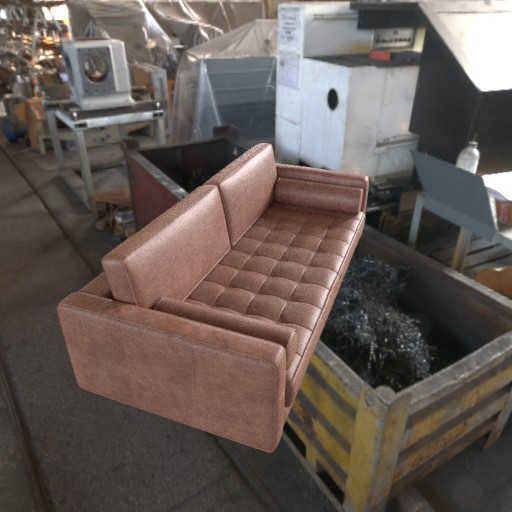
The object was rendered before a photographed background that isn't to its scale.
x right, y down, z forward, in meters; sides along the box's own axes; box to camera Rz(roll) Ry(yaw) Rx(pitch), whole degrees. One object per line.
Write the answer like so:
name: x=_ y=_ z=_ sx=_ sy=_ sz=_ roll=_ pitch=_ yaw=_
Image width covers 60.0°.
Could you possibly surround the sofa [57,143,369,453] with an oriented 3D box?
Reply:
sofa: x=0.000 y=0.000 z=2.352 sx=0.910 sy=0.760 sz=1.870 roll=11 pitch=32 yaw=18
